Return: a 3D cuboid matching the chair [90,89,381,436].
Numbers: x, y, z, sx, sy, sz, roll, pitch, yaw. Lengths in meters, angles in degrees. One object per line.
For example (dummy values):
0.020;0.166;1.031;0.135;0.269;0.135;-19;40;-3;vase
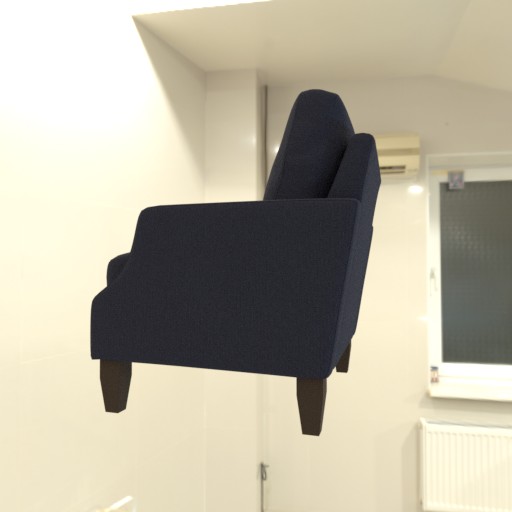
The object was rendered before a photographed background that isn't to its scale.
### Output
0.000;0.000;1.666;0.897;0.991;0.855;0;-1;17;chair
